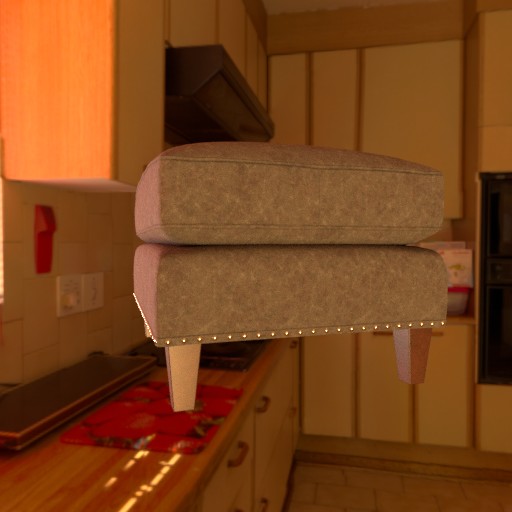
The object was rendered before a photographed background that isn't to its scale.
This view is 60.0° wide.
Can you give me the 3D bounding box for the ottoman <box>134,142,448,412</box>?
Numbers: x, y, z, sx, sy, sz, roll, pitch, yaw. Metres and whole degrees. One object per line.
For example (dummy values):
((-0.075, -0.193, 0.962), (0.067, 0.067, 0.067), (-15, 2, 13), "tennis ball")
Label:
((0.000, 0.000, 1.149), (0.584, 0.513, 0.741), (-1, 2, -18), "ottoman")
